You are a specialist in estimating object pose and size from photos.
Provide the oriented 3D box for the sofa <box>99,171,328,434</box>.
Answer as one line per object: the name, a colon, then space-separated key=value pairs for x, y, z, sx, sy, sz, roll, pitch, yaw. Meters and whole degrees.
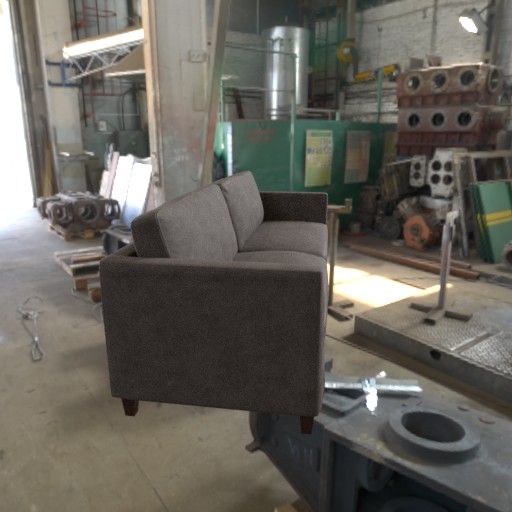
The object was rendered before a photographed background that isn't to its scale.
sofa: x=0.000 y=0.000 z=2.937 sx=0.951 sy=0.965 sz=2.434 roll=2 pitch=15 yaw=9
